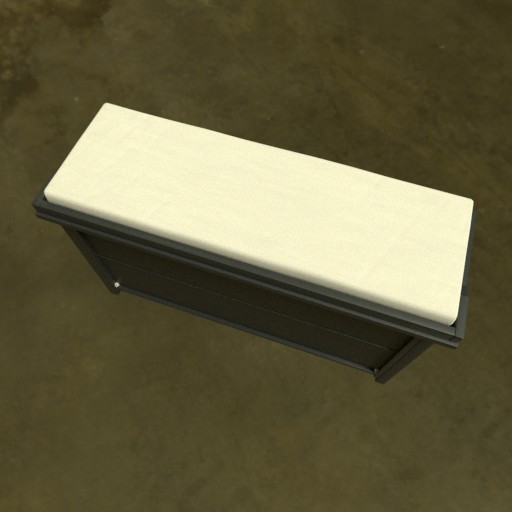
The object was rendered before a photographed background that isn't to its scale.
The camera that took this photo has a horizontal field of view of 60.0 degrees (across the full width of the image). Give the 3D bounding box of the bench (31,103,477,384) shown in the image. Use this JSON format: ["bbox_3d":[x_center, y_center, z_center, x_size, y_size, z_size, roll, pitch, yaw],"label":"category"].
[{"bbox_3d":[0.000,0.000,1.228,0.973,0.561,0.345,17,64,9],"label":"bench"}]
